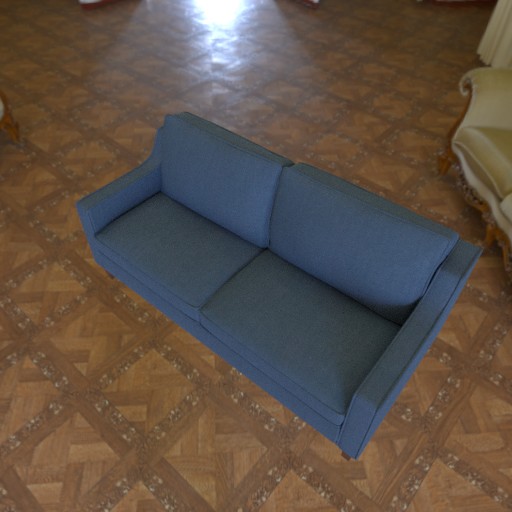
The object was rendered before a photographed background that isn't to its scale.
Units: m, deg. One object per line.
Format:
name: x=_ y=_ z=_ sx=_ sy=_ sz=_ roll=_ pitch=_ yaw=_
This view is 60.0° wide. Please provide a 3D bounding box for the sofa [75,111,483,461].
sofa: x=0.000 y=0.000 z=2.733 sx=2.178 sy=1.071 sz=1.066 roll=31 pitch=53 yaw=26
